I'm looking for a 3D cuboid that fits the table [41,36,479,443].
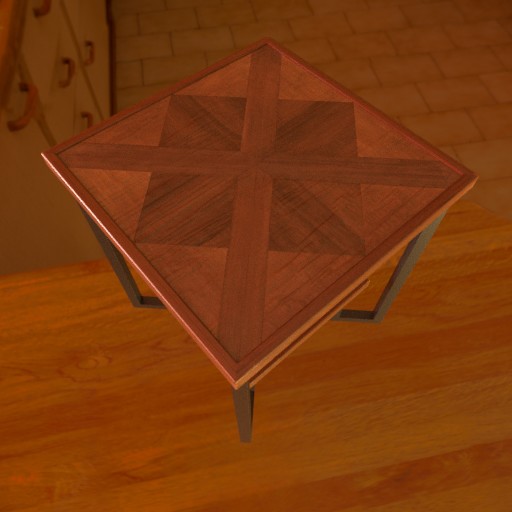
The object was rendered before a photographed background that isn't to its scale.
[{"bbox_3d":[0.000,0.000,0.953,0.503,0.563,0.503,-36,65,-20],"label":"table"}]
